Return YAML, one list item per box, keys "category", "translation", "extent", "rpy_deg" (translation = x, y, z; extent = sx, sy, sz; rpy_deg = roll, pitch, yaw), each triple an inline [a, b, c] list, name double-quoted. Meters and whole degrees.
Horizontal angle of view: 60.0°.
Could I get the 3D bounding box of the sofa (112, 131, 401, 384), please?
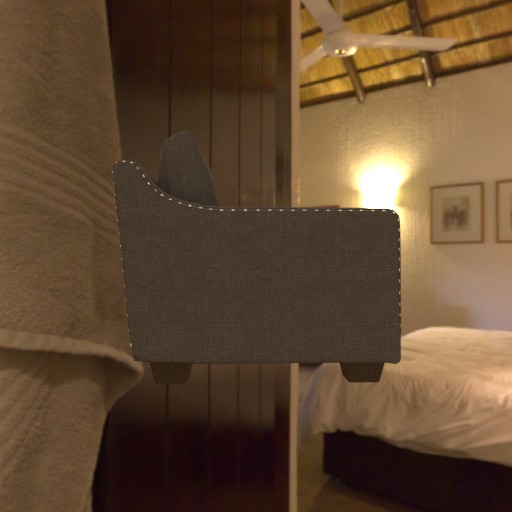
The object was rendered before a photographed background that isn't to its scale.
- category: "sofa"
  translation: [0.000, 0.000, 3.232]
  extent: [1.336, 1.196, 2.550]
  rpy_deg: [0, -1, -1]
